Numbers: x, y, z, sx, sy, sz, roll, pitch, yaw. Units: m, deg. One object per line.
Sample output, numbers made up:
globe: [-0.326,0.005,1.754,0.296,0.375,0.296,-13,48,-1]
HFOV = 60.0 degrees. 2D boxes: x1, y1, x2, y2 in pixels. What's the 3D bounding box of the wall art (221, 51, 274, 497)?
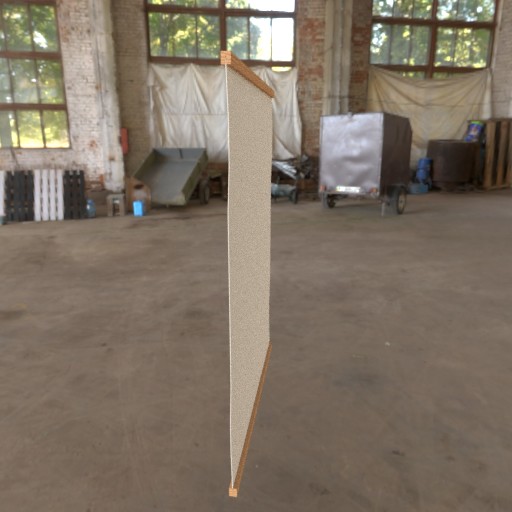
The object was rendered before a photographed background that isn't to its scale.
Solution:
wall art: [0.000,0.000,0.674,0.010,0.507,0.404,2,15,8]
